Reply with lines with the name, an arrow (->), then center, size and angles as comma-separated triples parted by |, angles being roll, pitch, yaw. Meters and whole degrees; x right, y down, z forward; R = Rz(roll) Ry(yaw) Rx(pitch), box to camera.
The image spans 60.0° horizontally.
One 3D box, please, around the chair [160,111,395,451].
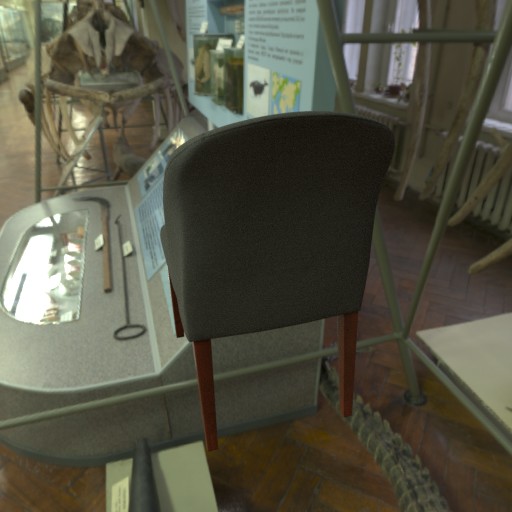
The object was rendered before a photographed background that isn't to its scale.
chair -> 0.000, 0.000, 1.257 | 0.506, 0.879, 0.619 | -8, 28, -15
